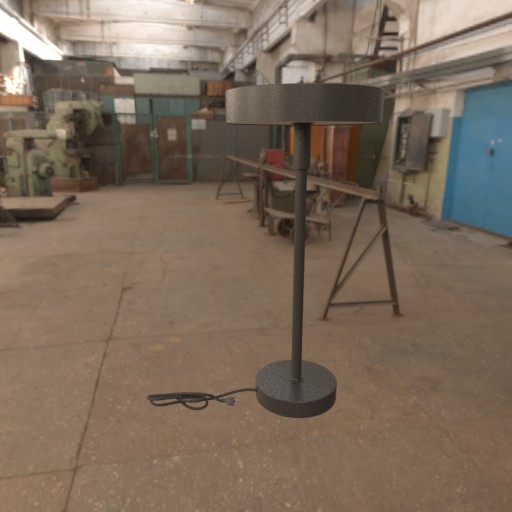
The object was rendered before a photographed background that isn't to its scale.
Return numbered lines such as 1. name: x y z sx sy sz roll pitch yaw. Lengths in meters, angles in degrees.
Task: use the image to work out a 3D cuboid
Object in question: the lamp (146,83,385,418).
1. lamp: 0.000 0.000 0.701 0.369 0.508 0.229 -2 15 -9
